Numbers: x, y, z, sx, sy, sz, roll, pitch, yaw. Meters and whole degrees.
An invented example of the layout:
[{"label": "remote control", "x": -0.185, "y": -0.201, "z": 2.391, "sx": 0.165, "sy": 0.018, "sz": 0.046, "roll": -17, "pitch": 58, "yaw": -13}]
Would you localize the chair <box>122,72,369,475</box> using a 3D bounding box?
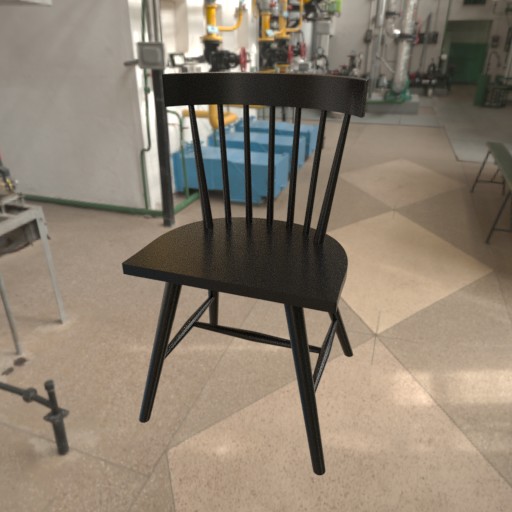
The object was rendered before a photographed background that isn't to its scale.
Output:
[{"label": "chair", "x": 0.000, "y": 0.000, "z": 1.124, "sx": 0.506, "sy": 0.844, "sz": 0.483, "roll": 9, "pitch": 28, "yaw": 17}]
